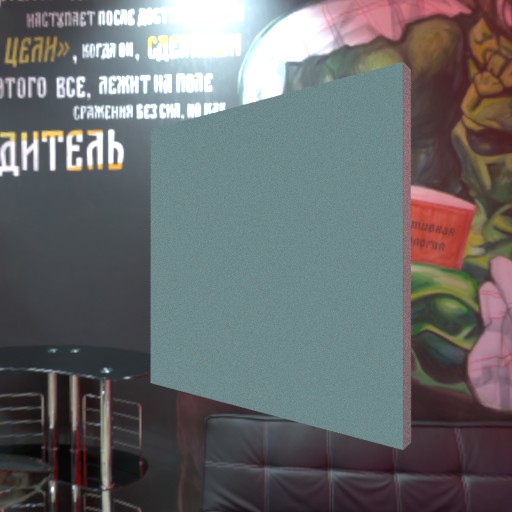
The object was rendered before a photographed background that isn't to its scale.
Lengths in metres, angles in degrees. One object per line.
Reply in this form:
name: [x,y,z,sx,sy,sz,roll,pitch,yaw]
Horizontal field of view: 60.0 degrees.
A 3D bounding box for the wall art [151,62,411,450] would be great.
wall art: [0.000,0.000,0.884,0.603,0.603,0.036,0,0,37]
